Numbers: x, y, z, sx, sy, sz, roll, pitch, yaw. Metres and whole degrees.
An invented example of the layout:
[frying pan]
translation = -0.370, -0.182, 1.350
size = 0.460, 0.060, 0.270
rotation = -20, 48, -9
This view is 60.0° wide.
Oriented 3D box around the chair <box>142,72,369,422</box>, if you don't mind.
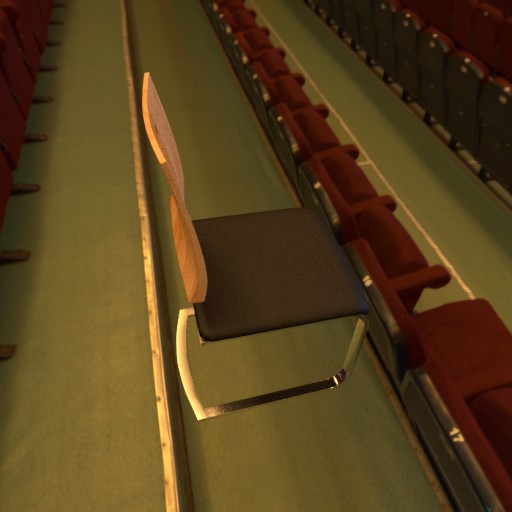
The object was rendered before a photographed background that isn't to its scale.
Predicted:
[chair]
translation = 0.000, 0.000, 1.258
size = 0.560, 0.936, 0.462
rotation = -10, 46, -10
